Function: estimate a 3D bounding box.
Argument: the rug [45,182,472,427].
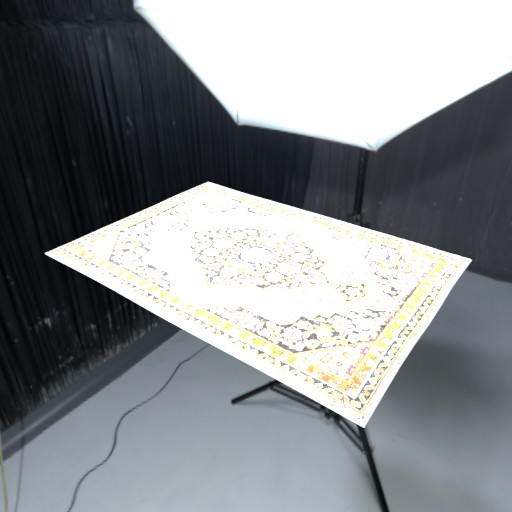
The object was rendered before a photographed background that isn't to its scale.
[{"bbox_3d":[0.000,0.000,3.673,2.901,0.026,2.043,21,37,31],"label":"rug"}]
